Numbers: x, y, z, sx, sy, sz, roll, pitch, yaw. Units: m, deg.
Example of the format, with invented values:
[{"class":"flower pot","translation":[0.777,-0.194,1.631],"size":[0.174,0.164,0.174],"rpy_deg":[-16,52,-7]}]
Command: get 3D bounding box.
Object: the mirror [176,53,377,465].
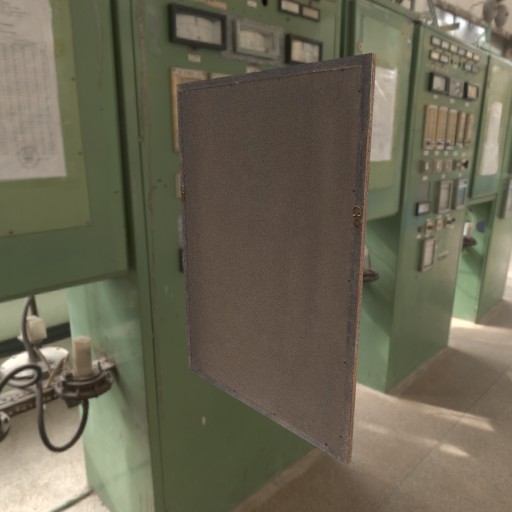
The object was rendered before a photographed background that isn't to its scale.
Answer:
[{"class":"mirror","translation":[0.000,0.000,1.286],"size":[0.025,0.996,0.705],"rpy_deg":[-13,20,-42]}]
